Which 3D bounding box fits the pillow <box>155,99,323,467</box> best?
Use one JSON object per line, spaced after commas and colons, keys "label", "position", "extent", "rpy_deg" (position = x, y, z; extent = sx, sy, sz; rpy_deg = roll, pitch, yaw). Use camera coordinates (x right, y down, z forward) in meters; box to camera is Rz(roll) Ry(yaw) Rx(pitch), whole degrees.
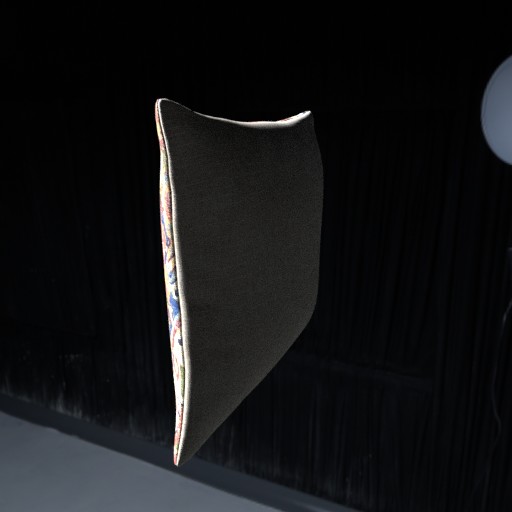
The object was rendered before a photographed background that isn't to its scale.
{"label": "pillow", "position": [0.000, 0.000, 0.791], "extent": [0.166, 0.506, 0.523], "rpy_deg": [8, 18, 25]}
